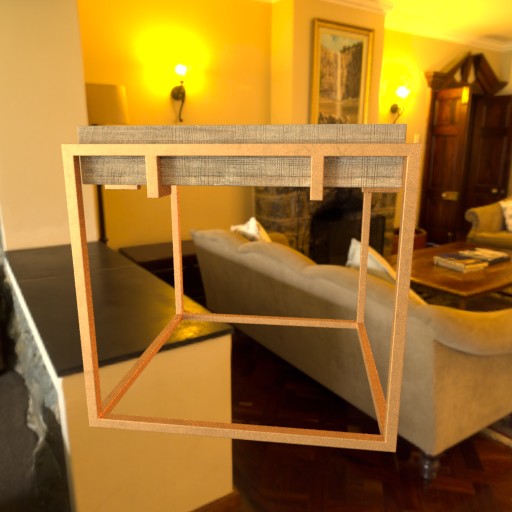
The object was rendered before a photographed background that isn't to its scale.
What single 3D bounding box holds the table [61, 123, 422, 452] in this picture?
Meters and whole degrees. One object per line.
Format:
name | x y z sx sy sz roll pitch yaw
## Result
table | 0.000 0.000 1.077 0.599 0.584 0.599 2 14 7
